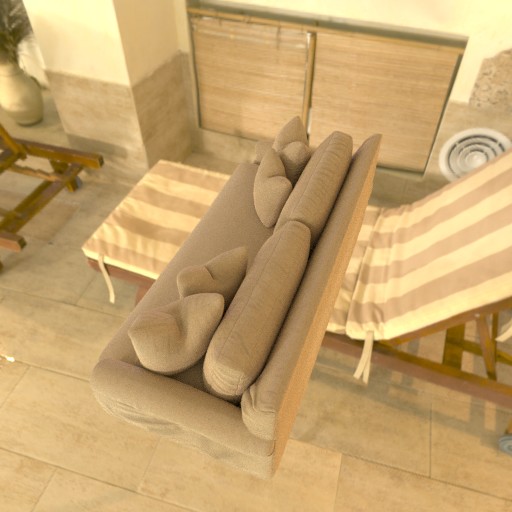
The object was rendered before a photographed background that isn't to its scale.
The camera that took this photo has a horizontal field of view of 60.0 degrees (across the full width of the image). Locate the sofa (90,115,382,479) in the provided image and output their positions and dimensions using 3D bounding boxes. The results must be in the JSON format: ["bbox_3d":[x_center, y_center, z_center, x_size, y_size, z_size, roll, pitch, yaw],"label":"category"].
[{"bbox_3d":[0.000,0.000,2.770,1.067,0.904,2.285,16,48,15],"label":"sofa"}]
